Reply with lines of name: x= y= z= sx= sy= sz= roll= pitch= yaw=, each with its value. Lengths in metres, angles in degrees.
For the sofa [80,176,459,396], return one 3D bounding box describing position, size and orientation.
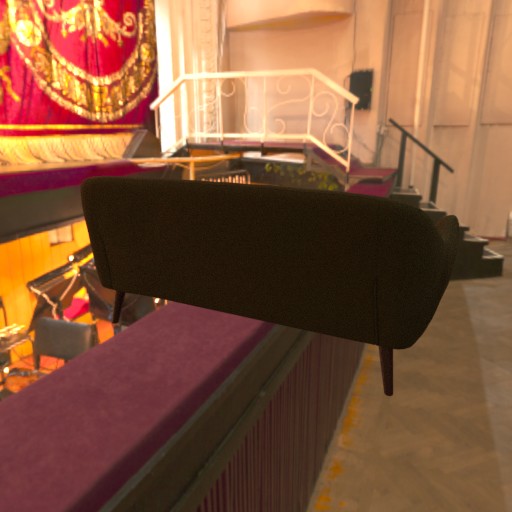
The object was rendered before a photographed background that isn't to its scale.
sofa: x=0.000 y=0.000 z=2.262 sx=1.840 sy=0.836 sz=0.820 roll=8 pitch=18 yaw=26
